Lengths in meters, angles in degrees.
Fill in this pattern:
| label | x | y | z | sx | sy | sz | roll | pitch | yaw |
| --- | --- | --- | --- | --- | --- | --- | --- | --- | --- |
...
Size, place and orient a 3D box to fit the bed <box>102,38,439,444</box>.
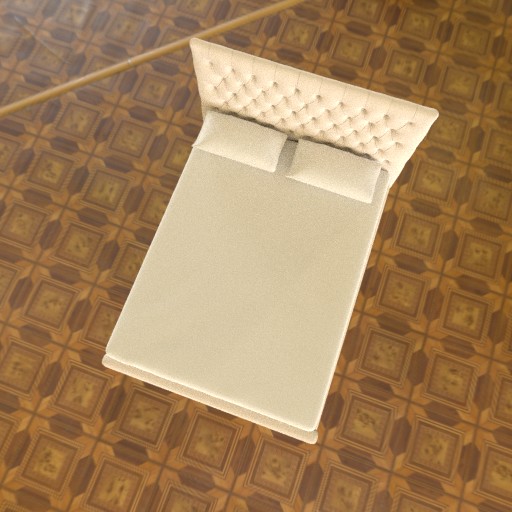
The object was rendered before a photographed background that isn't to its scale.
| label | x | y | z | sx | sy | sz | roll | pitch | yaw |
| --- | --- | --- | --- | --- | --- | --- | --- | --- | --- |
| bed | 0.000 | 0.000 | 3.260 | 1.696 | 1.426 | 2.233 | 19 | 75 | 5 |
